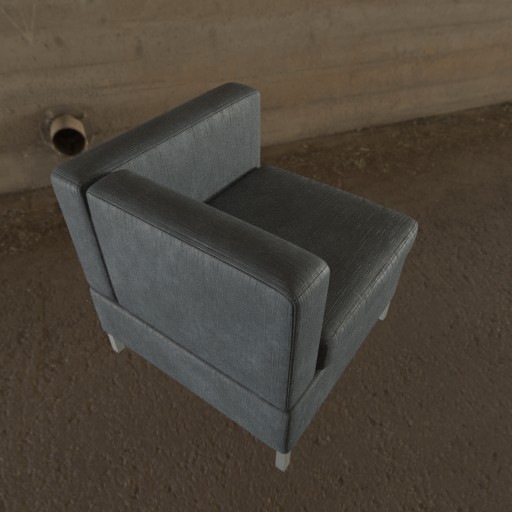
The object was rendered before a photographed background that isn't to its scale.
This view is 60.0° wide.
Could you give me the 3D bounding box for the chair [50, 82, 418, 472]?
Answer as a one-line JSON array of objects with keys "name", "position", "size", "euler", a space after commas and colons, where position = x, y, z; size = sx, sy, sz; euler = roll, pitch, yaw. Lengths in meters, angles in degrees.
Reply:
[{"name": "chair", "position": [0.000, 0.000, 1.226], "size": [0.680, 0.660, 0.680], "euler": [26, 48, 26]}]
